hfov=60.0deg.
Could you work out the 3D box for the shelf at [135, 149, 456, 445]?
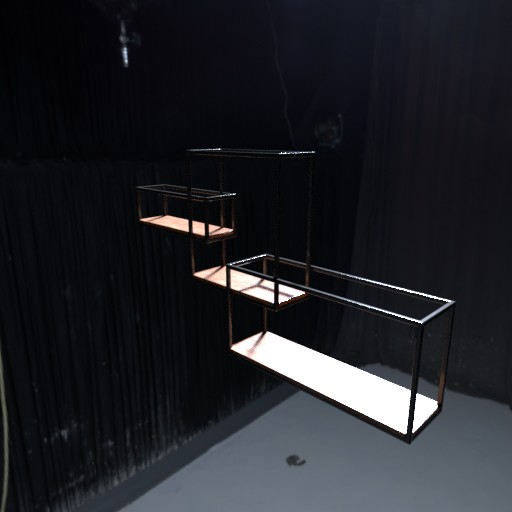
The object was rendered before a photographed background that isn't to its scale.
[{"bbox_3d":[0.000,0.000,2.115,1.781,0.972,0.275,15,21,43],"label":"shelf"}]
